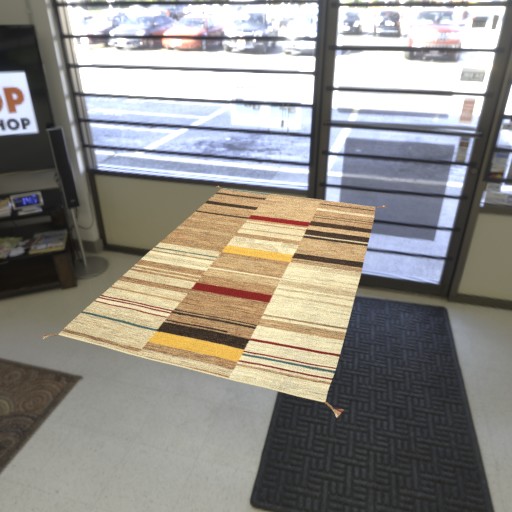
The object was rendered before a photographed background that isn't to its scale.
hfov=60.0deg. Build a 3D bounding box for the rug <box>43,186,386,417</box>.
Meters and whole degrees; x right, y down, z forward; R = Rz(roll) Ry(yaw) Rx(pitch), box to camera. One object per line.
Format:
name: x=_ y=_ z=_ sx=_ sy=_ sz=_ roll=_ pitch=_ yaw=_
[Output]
rug: x=0.000 y=0.000 z=2.449 sx=1.268 sy=0.007 sz=1.918 roll=9 pitch=31 yaw=16
